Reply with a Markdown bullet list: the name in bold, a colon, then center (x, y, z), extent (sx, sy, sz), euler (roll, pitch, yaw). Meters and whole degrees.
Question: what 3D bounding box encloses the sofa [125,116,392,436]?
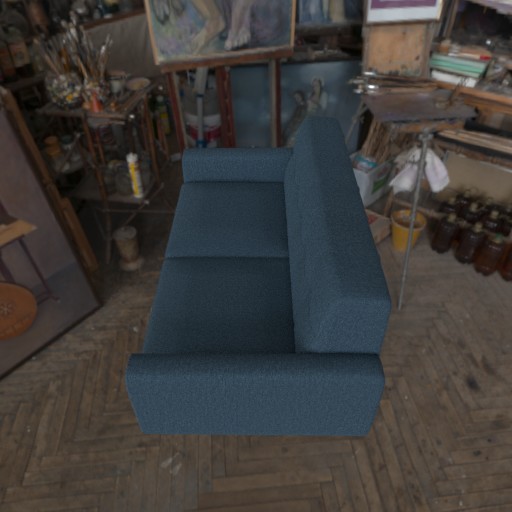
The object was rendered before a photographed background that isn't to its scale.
- **sofa**: center (0.000, 0.000, 2.248), extent (0.942, 0.896, 1.651), euler (0, 42, 0)
